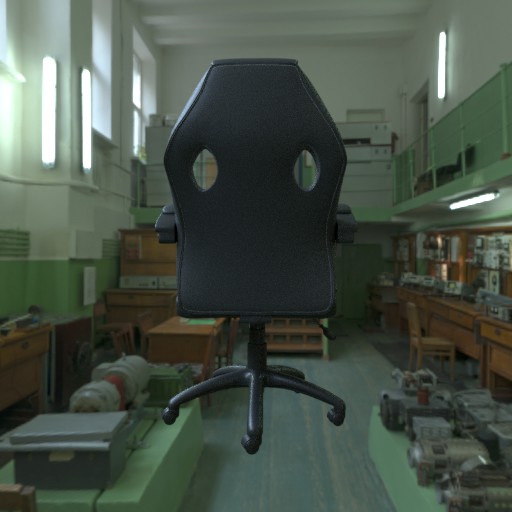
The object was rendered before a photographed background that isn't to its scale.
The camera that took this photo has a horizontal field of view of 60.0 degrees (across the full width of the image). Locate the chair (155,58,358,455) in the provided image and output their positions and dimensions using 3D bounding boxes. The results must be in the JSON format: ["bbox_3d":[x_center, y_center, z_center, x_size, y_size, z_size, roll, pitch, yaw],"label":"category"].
[{"bbox_3d":[0.000,0.000,1.654,0.673,1.187,0.724,0,0,1],"label":"chair"}]
